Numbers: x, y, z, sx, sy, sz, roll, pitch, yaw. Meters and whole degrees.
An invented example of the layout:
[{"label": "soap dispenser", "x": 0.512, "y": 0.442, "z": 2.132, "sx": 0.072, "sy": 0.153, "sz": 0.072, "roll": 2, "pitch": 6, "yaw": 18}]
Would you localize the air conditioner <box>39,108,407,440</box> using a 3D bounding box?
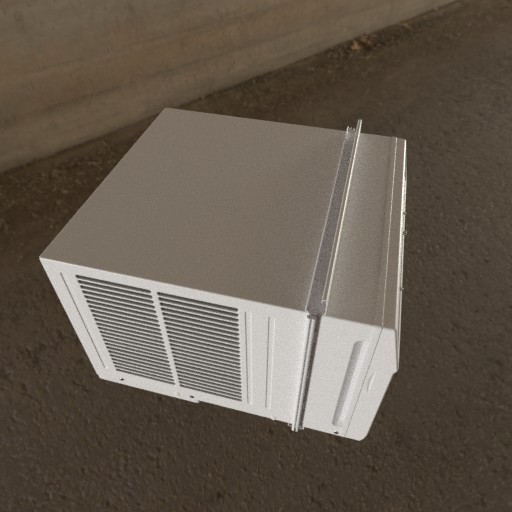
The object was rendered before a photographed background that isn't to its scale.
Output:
[{"label": "air conditioner", "x": 0.000, "y": 0.000, "z": 0.889, "sx": 0.546, "sy": 0.388, "sz": 0.503, "roll": 11, "pitch": 46, "yaw": 10}]
